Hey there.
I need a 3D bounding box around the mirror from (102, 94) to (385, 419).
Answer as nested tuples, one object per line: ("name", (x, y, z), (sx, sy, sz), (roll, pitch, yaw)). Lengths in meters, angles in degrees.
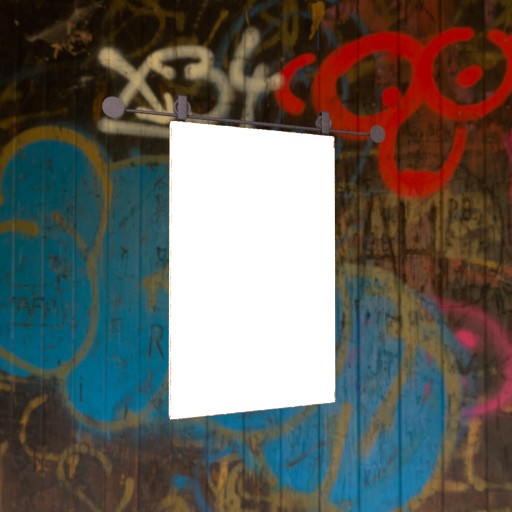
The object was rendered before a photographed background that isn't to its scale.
("mirror", (0.000, 0.000, 1.228), (0.808, 0.844, 0.037), (0, -1, -18))
